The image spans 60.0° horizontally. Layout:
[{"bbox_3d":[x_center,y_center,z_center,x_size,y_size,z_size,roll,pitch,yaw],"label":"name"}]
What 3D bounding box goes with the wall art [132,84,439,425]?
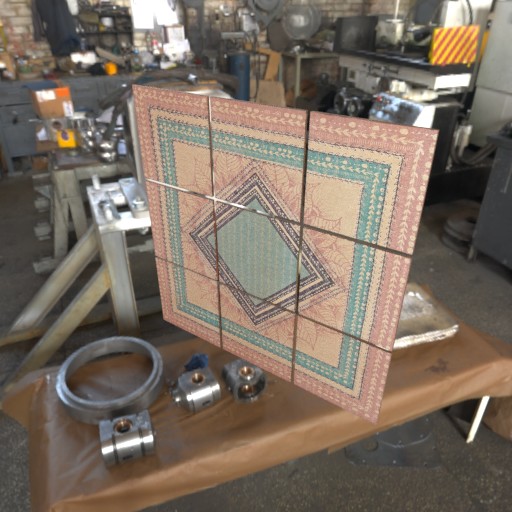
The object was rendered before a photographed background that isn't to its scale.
[{"bbox_3d":[0.000,0.000,2.288,1.527,1.525,0.014,19,36,29],"label":"wall art"}]
